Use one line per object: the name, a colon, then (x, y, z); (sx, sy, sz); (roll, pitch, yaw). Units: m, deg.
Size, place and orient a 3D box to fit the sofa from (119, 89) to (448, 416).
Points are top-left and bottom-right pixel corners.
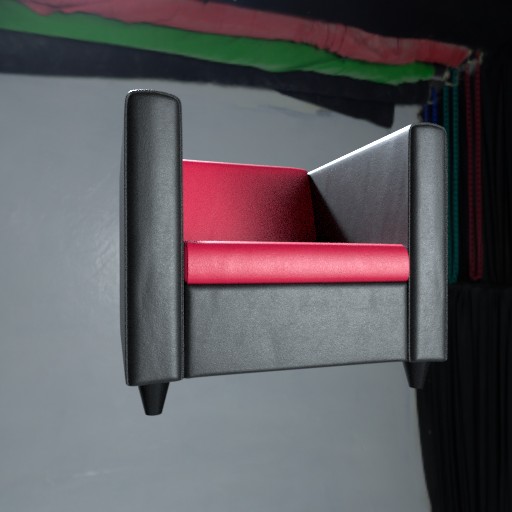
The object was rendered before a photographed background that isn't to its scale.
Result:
sofa: (0.000, 0.000, 1.434); (0.839, 0.724, 0.809); (0, -1, -18)
